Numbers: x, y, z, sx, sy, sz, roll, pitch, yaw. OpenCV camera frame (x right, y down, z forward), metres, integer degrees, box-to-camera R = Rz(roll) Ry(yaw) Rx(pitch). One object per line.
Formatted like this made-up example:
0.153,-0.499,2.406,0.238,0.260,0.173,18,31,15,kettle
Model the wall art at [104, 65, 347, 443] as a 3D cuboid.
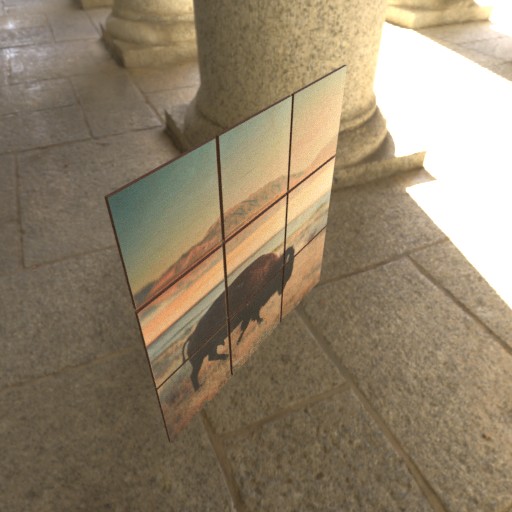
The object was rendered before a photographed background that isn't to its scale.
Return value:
0.000,0.000,1.836,0.019,1.218,1.221,26,47,27,wall art
